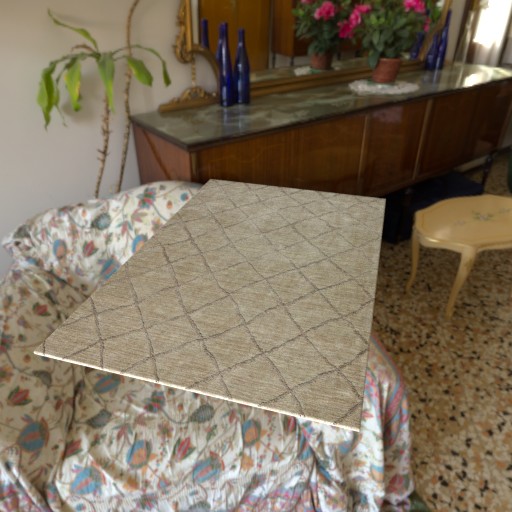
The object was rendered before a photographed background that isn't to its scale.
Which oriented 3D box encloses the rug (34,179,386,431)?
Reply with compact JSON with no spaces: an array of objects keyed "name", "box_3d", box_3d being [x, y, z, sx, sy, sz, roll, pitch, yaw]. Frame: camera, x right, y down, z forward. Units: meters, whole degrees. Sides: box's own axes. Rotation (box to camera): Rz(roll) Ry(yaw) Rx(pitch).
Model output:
[{"name":"rug","box_3d":[0.000,0.000,2.846,1.521,0.015,2.280,9,33,14]}]
